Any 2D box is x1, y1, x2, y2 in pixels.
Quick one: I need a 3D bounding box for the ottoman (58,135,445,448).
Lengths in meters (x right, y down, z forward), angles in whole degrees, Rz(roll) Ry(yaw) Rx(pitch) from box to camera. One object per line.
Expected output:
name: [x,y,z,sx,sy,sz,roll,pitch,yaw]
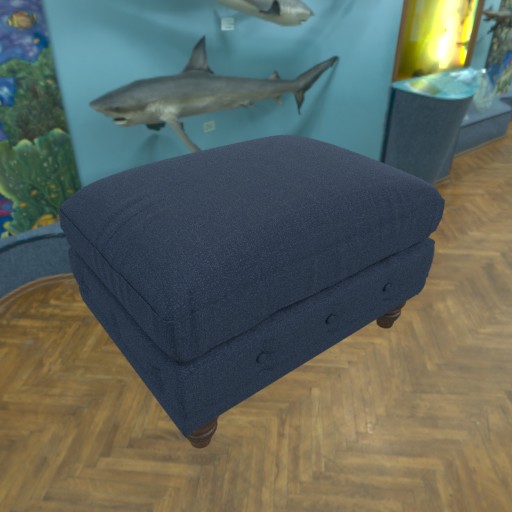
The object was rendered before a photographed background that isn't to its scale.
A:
ottoman: [0.000,0.000,1.121,0.767,0.486,0.558,-22,38,-32]
